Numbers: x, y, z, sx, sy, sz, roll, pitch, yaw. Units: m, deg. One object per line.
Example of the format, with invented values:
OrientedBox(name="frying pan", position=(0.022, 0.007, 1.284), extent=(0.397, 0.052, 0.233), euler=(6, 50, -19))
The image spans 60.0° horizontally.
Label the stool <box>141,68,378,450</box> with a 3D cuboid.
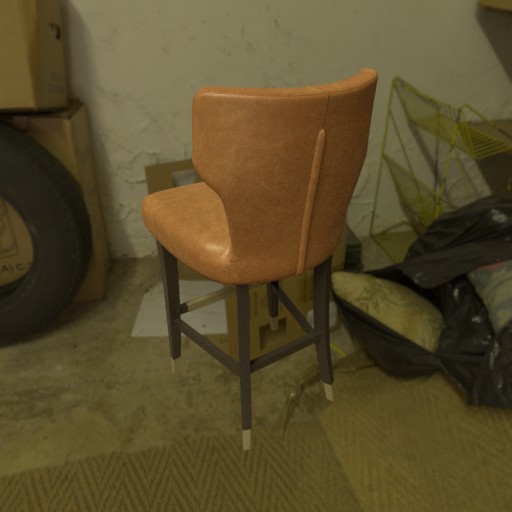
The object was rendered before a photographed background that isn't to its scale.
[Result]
OrientedBox(name="stool", position=(0.000, 0.000, 1.385), extent=(0.526, 1.092, 0.563), euler=(-18, 35, -28))
